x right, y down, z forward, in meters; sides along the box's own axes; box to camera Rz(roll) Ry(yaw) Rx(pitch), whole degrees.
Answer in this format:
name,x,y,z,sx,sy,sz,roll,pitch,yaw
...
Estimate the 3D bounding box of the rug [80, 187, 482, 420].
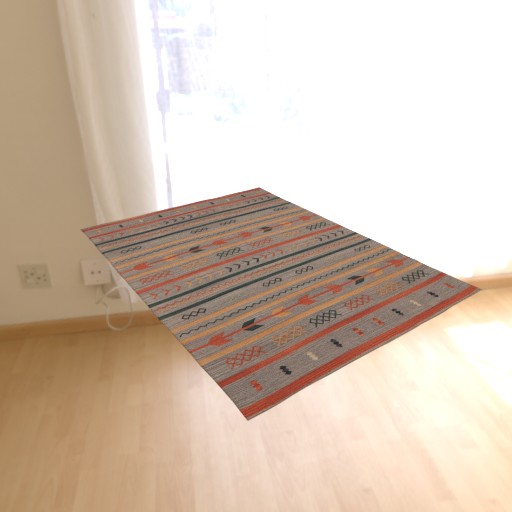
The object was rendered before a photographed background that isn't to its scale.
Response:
name,x,y,z,sx,sy,sz,roll,pitch,yaw
rug,0.000,0.000,4.027,2.263,0.022,3.029,-18,33,-31
